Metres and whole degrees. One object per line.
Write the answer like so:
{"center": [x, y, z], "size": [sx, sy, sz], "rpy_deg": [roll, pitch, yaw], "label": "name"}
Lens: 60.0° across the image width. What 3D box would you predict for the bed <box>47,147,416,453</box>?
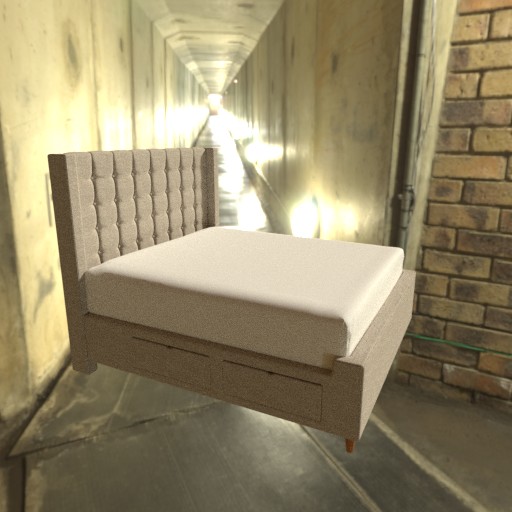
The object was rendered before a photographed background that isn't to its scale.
{"center": [0.000, 0.000, 3.778], "size": [2.372, 1.748, 2.044], "rpy_deg": [8, 17, 26], "label": "bed"}
